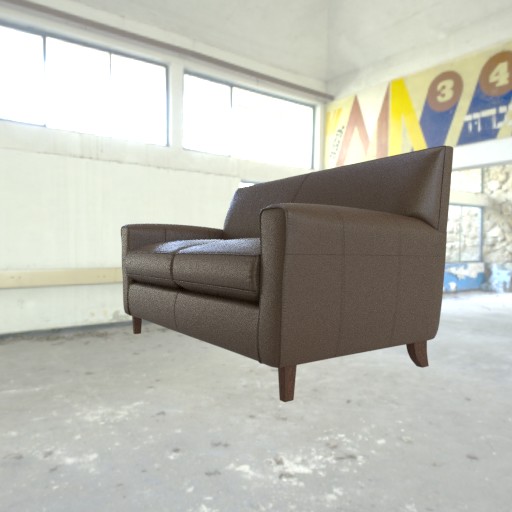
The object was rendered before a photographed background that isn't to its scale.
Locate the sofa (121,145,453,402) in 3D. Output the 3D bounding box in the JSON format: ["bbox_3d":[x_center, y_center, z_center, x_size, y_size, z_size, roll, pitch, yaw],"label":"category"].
[{"bbox_3d":[0.000,0.000,2.075,0.853,0.859,1.468,-1,1,-35],"label":"sofa"}]
